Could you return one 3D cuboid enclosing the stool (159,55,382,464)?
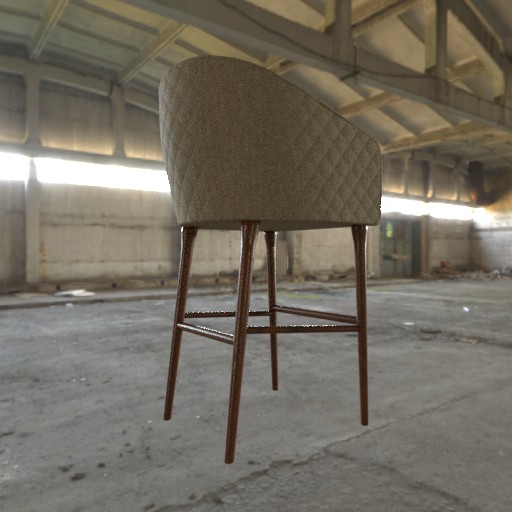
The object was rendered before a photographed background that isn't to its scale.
[{"bbox_3d":[0.000,0.000,1.440,0.607,1.078,0.559,0,0,-36],"label":"stool"}]
